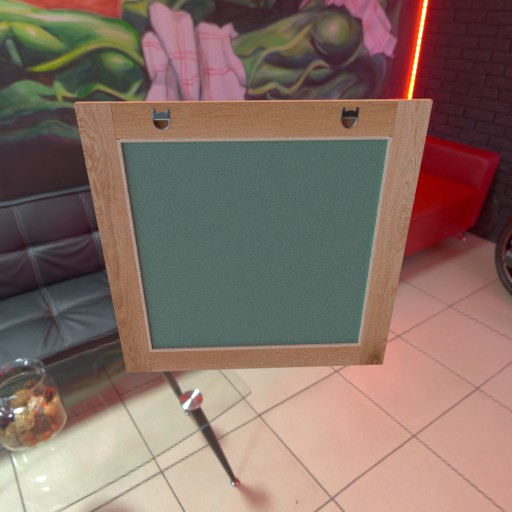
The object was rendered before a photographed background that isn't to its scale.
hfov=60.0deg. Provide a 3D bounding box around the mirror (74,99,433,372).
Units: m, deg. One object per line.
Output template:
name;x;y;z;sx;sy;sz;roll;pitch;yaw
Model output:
mirror;0.000;0.000;1.192;0.800;0.800;0.020;-1;30;-2
